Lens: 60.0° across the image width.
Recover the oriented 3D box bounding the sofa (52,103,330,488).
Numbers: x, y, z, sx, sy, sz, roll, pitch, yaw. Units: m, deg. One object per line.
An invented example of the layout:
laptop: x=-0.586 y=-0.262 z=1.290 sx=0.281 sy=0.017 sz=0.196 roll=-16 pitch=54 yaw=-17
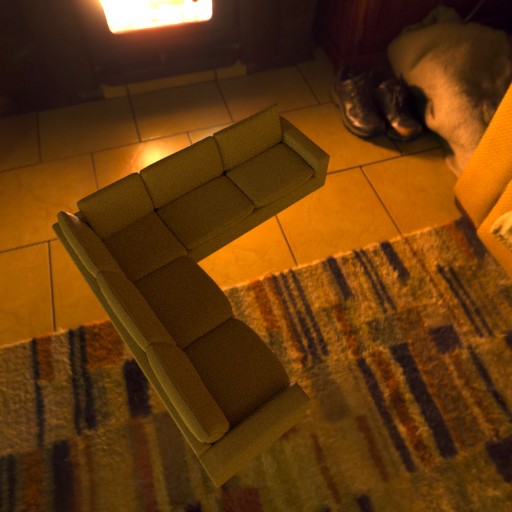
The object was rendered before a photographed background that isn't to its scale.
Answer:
sofa: x=0.000 y=0.000 z=4.088 sx=2.742 sy=0.800 sz=2.622 roll=-33 pitch=62 yaw=-20
